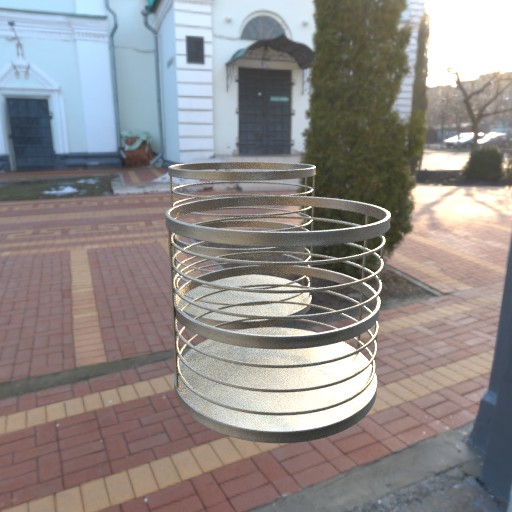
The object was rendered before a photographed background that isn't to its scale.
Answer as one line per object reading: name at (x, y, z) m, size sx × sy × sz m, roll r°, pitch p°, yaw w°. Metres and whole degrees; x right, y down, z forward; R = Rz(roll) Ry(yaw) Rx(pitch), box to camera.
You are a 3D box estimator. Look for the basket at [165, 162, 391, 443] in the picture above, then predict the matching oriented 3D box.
basket at (0.000, 0.000, 0.938) m, size 0.356 × 0.351 × 0.746 m, roll -3°, pitch 15°, yaw -10°
